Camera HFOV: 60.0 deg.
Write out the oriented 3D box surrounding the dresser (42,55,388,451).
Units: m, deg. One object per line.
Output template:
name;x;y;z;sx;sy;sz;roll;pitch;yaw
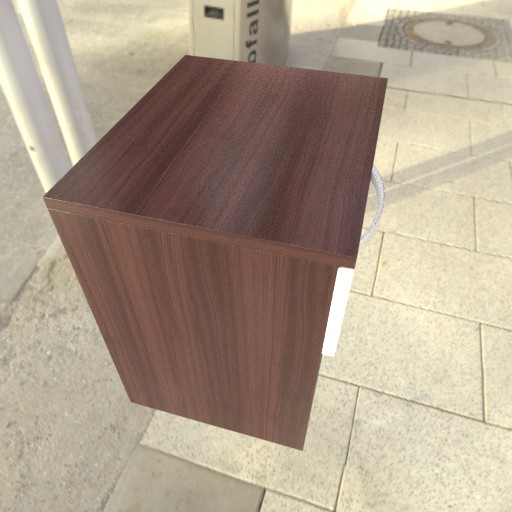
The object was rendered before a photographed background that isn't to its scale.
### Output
dresser;0.000;0.000;0.740;0.360;0.470;0.400;11;46;11
